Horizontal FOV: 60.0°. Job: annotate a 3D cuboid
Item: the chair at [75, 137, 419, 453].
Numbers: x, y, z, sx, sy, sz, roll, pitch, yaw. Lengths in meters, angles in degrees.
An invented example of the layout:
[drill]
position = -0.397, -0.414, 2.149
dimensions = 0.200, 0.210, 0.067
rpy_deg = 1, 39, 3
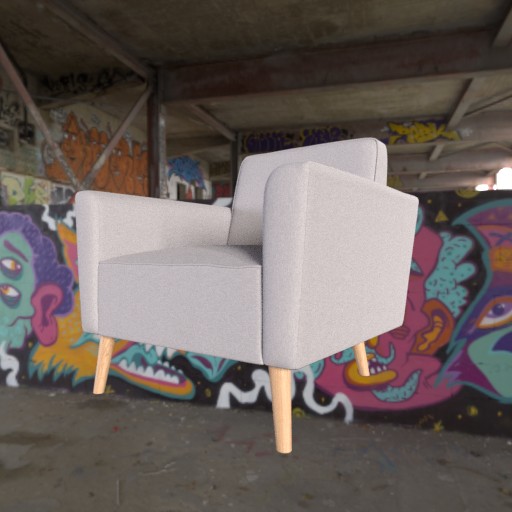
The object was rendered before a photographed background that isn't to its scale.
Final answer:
[chair]
position = 0.000, 0.000, 1.351
dimensions = 0.780, 0.780, 0.750
rpy_deg = 0, 1, 36
